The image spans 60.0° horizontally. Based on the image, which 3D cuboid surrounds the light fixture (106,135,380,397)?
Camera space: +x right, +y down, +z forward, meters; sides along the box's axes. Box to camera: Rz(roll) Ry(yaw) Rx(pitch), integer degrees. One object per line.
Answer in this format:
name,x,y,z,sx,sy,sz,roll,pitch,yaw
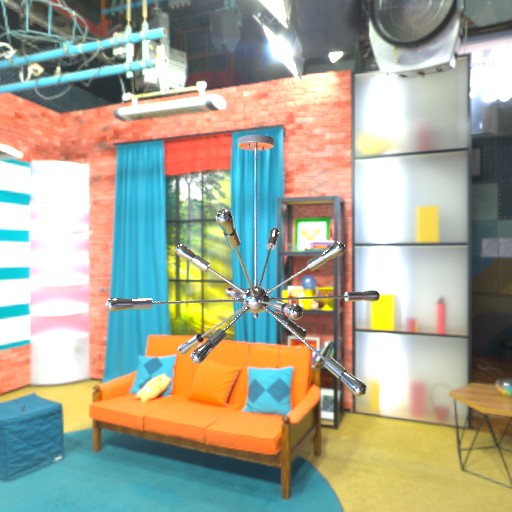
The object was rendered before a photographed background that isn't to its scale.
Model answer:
light fixture,0.000,0.000,1.065,0.684,0.558,0.509,0,0,-18
